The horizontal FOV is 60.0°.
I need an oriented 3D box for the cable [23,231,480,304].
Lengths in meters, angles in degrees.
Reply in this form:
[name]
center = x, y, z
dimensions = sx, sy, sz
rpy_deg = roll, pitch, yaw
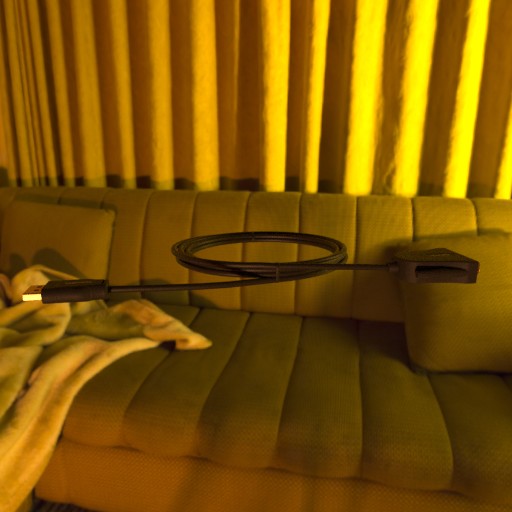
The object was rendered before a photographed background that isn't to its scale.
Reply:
[cable]
center = 0.000, 0.000, 0.329
dimensions = 0.281, 0.015, 0.136
rpy_deg = -2, 15, -9
